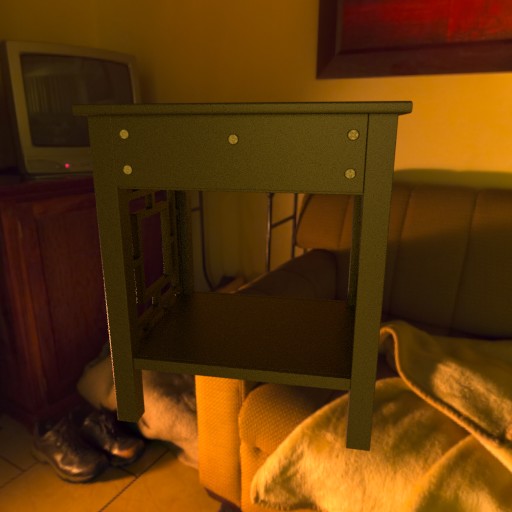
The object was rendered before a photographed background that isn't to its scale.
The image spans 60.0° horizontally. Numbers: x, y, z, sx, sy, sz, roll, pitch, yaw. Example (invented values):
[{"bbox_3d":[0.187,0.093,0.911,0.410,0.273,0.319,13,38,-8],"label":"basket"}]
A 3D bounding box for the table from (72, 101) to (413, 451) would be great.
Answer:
[{"bbox_3d":[0.000,0.000,1.019,0.564,0.646,0.451,3,16,10],"label":"table"}]
